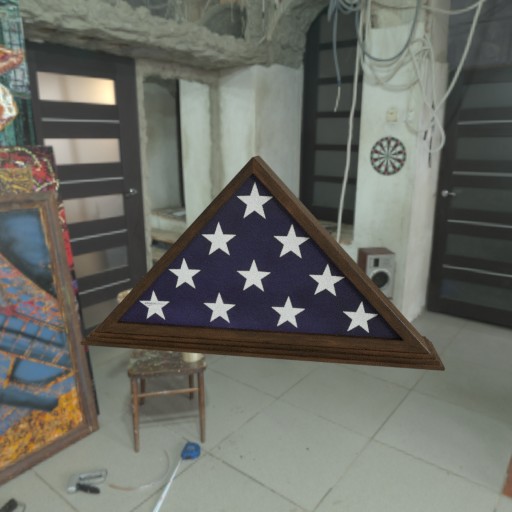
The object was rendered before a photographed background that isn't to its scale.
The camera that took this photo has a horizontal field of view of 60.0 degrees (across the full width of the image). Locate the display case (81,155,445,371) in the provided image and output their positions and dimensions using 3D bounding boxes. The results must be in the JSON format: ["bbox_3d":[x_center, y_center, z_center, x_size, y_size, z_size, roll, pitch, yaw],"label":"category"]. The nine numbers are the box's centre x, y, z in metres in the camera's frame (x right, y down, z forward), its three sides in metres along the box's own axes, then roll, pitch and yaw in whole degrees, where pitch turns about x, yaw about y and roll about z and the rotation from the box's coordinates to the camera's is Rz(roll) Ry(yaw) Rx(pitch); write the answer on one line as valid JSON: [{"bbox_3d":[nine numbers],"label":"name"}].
[{"bbox_3d":[0.000,0.000,0.774,0.640,0.340,0.095,2,15,8],"label":"display case"}]
